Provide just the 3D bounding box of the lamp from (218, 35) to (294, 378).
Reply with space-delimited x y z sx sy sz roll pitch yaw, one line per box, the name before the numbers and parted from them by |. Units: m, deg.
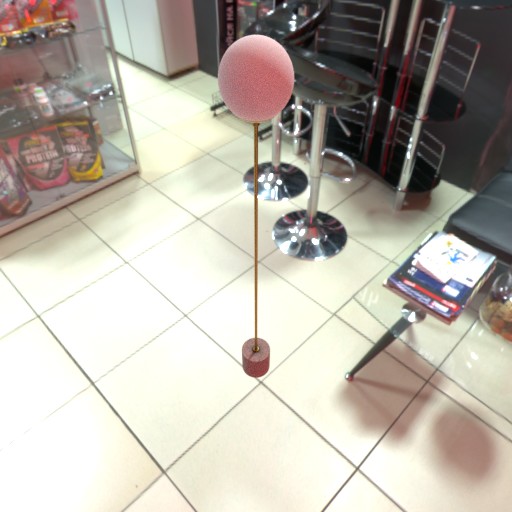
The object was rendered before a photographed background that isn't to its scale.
lamp | 0.000 0.000 1.866 0.229 1.748 0.229 -9 46 -9
